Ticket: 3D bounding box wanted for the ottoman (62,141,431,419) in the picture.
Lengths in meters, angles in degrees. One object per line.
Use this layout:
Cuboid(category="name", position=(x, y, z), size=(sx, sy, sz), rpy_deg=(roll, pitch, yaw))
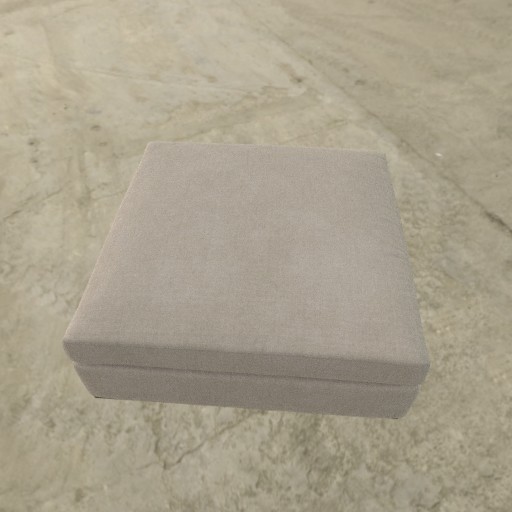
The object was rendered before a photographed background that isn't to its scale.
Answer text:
Cuboid(category="ottoman", position=(0.000, 0.000, 1.852), size=(1.203, 0.517, 1.171), rpy_deg=(3, 47, 3))
